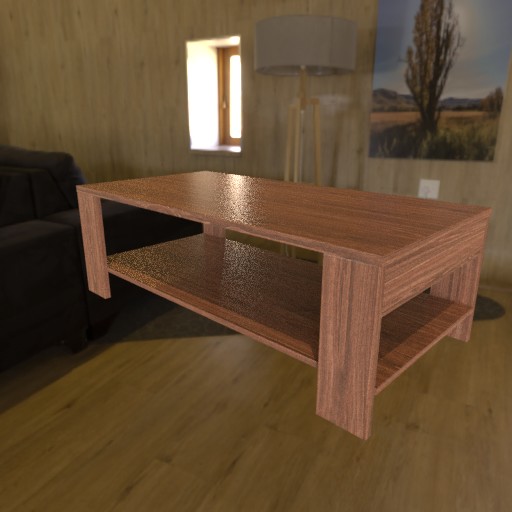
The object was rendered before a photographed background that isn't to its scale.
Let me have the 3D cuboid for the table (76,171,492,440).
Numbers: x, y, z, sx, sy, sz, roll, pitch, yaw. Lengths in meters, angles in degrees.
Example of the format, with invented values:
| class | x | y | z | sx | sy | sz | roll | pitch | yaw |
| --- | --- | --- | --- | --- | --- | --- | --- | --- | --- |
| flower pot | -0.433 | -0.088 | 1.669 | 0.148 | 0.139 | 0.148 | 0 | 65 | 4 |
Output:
| class | x | y | z | sx | sy | sz | roll | pitch | yaw |
| --- | --- | --- | --- | --- | --- | --- | --- | --- | --- |
| table | 0.000 | 0.000 | 1.450 | 1.200 | 0.400 | 0.600 | 16 | 24 | 41 |
